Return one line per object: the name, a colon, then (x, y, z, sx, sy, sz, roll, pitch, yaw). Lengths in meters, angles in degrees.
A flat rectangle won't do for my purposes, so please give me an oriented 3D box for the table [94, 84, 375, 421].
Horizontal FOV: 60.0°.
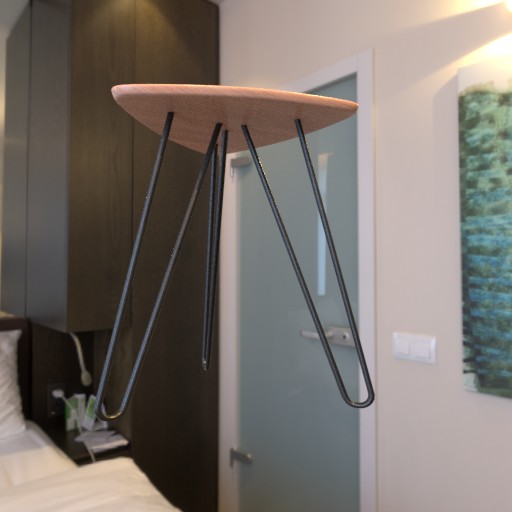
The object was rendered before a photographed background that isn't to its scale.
table: (0.000, 0.000, 0.884, 0.455, 0.564, 0.442, 0, -2, 18)
